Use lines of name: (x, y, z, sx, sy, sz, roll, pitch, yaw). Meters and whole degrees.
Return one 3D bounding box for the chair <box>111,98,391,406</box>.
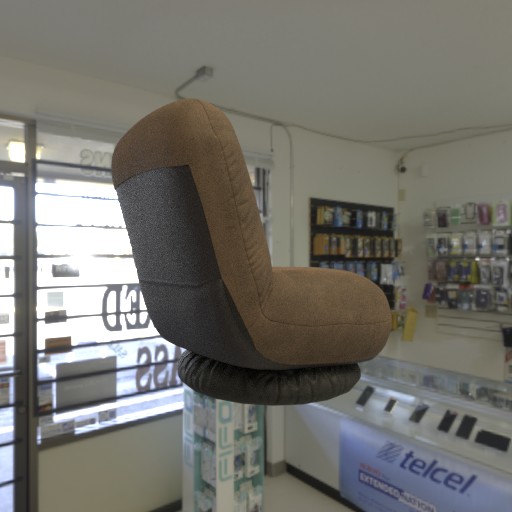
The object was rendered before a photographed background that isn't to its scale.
chair: (0.000, 0.000, 1.047, 0.597, 0.594, 0.521, 0, 0, -36)
